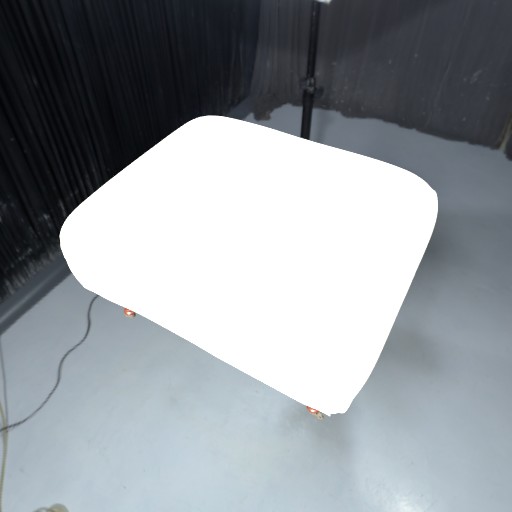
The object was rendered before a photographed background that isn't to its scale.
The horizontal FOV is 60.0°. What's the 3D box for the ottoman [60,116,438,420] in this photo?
[{"bbox_3d":[0.000,0.000,1.138,0.747,0.450,0.622,23,51,20],"label":"ottoman"}]
